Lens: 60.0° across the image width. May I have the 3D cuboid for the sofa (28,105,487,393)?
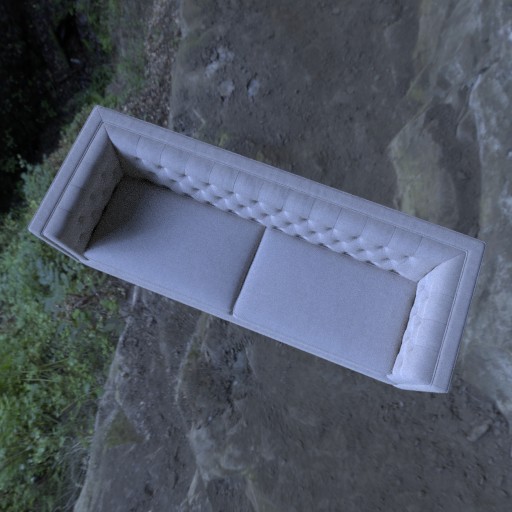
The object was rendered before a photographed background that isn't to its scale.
[{"bbox_3d":[0.000,0.000,2.558,2.159,0.762,0.775,21,76,5],"label":"sofa"}]
